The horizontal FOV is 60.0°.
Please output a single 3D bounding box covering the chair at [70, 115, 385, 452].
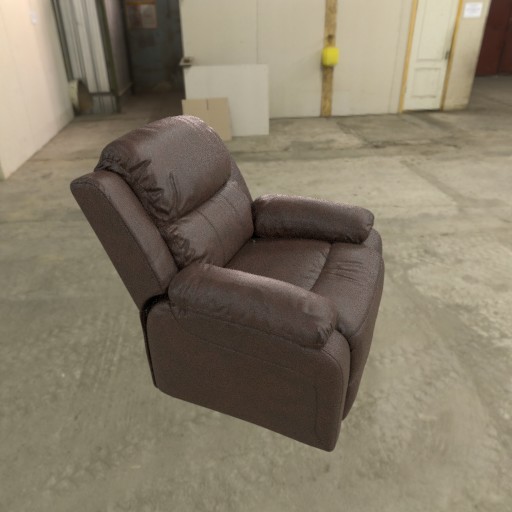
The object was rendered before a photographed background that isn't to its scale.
[{"bbox_3d":[0.000,0.000,1.264,0.707,0.702,0.680,11,31,19],"label":"chair"}]
